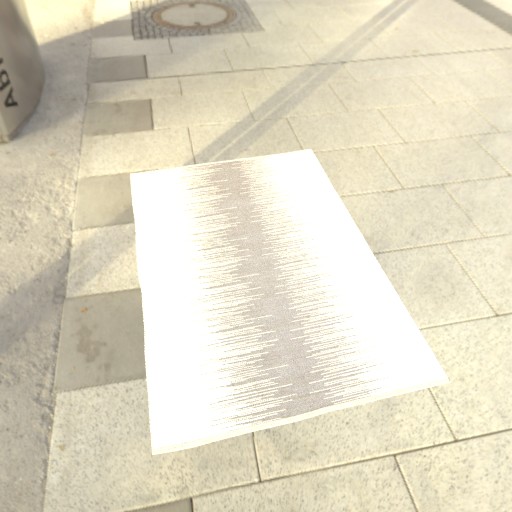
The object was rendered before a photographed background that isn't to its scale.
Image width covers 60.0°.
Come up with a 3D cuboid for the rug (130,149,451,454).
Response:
[{"bbox_3d":[0.000,0.000,2.343,1.226,0.007,1.815,-10,47,-9],"label":"rug"}]
